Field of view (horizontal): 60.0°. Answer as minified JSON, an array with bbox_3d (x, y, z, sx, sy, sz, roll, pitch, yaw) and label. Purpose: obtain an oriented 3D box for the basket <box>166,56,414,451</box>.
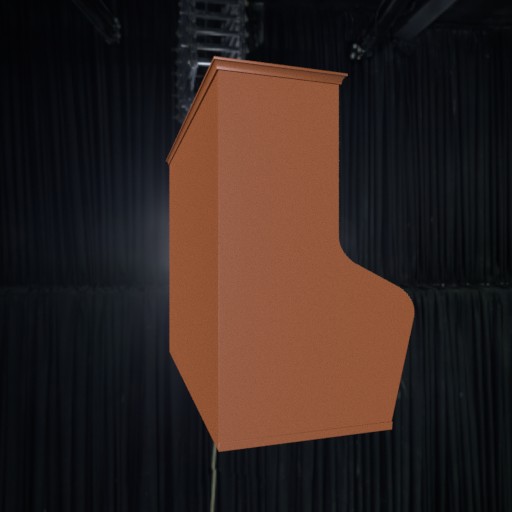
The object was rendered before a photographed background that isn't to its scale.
[{"bbox_3d":[0.000,0.000,1.126,0.376,0.625,0.792,0,0,-17],"label":"basket"}]
